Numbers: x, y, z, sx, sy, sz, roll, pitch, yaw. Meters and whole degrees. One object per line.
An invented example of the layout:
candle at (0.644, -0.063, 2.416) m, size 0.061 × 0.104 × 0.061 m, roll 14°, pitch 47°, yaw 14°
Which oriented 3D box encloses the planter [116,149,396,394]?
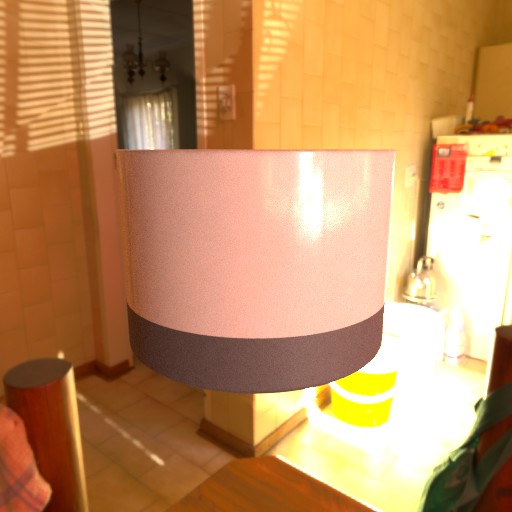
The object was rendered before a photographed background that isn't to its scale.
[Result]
planter at (0.000, 0.000, 0.224) m, size 0.128 × 0.105 × 0.128 m, roll 0°, pitch 14°, yaw 0°
